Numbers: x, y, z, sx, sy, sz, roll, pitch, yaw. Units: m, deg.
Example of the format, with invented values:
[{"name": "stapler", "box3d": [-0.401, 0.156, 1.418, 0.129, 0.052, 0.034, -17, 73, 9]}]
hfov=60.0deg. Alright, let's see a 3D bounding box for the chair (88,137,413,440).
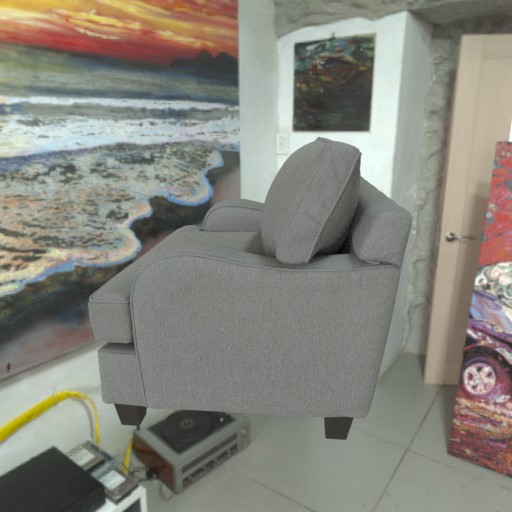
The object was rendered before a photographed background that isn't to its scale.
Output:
[{"name": "chair", "box3d": [0.000, 0.000, 1.972, 1.041, 1.016, 1.220, 2, 16, 6]}]
